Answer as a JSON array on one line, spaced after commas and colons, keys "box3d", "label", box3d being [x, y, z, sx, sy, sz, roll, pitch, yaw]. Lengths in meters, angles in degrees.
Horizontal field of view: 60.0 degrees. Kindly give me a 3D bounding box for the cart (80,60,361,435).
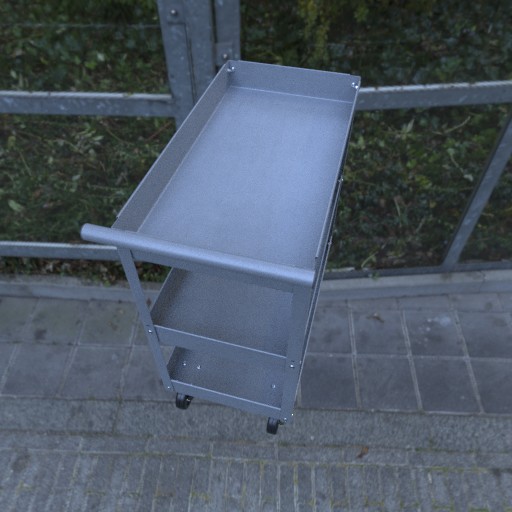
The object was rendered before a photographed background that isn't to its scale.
[{"box3d": [0.000, 0.000, 1.165, 0.366, 0.780, 0.719, 12, 49, 10], "label": "cart"}]
